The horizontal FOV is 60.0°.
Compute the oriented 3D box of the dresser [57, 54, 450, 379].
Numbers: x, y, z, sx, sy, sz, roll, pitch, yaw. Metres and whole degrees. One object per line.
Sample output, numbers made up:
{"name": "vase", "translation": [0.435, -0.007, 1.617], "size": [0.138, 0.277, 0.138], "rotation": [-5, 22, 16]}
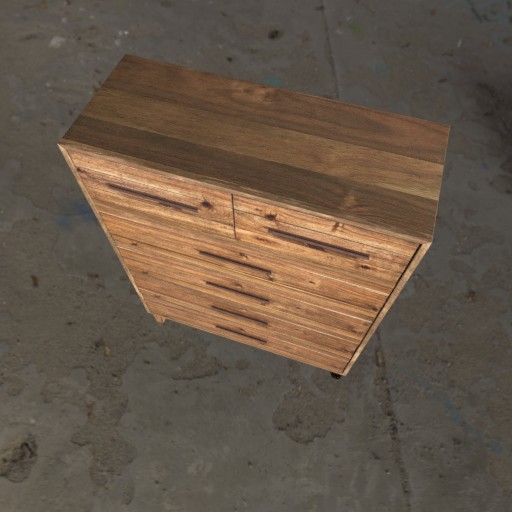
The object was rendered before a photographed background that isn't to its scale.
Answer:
{"name": "dresser", "translation": [0.000, 0.000, 1.889], "size": [1.062, 1.393, 0.442], "rotation": [16, 61, 9]}
